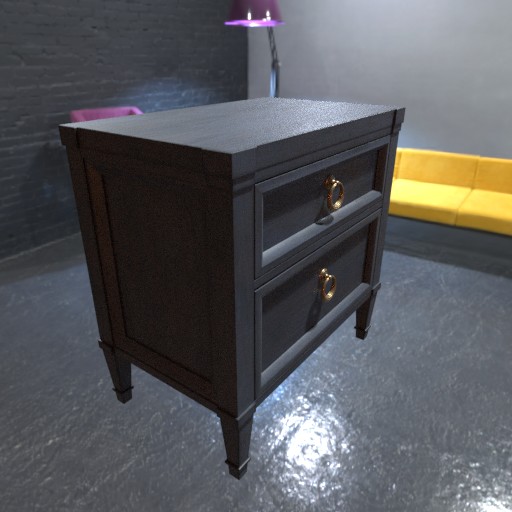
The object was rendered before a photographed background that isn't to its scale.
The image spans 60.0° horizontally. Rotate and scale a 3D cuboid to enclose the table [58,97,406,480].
[{"bbox_3d":[0.000,0.000,1.078,0.413,0.660,0.660,18,30,33],"label":"table"}]
